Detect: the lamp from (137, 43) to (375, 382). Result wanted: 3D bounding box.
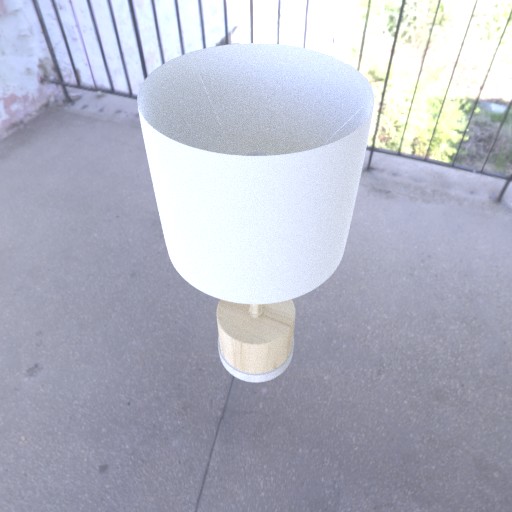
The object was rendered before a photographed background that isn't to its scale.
[{"bbox_3d":[0.000,0.000,0.600,0.229,0.470,0.229,18,49,16],"label":"lamp"}]
